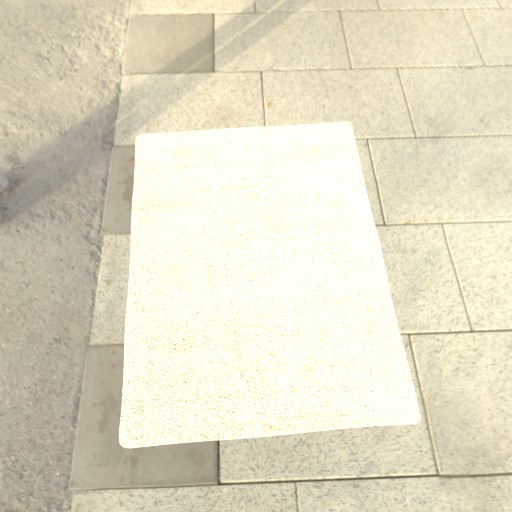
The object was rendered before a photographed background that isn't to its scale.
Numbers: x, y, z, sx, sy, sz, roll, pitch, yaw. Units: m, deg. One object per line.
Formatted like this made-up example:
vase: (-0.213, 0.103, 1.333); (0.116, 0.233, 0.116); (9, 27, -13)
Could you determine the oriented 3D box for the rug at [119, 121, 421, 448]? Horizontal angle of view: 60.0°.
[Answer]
rug: (0.000, 0.000, 2.112); (1.200, 0.027, 1.600); (-4, 63, -2)
